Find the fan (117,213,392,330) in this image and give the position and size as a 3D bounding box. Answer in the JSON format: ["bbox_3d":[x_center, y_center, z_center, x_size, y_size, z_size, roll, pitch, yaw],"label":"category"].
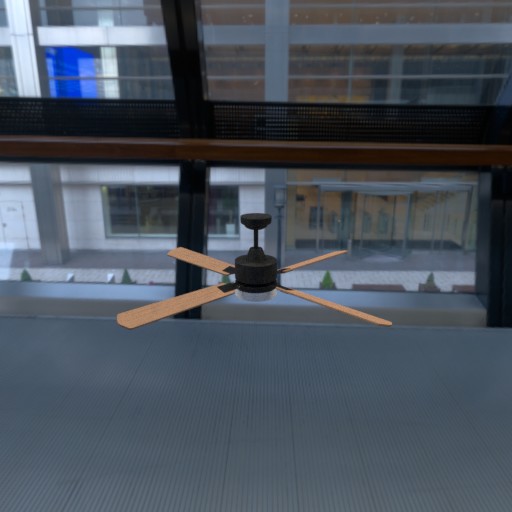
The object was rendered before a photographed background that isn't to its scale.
[{"bbox_3d":[0.000,0.000,1.936,1.320,0.355,1.320,-15,22,-42],"label":"fan"}]
